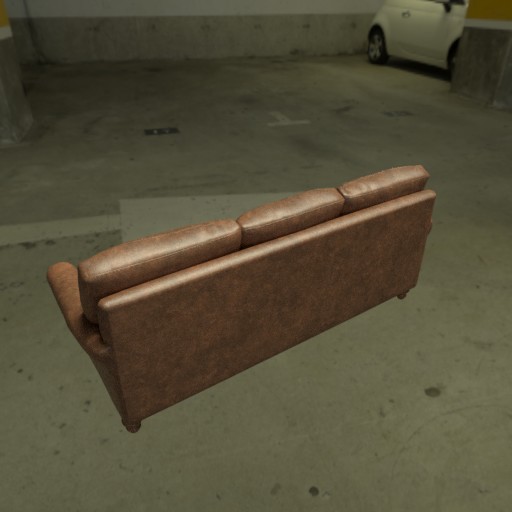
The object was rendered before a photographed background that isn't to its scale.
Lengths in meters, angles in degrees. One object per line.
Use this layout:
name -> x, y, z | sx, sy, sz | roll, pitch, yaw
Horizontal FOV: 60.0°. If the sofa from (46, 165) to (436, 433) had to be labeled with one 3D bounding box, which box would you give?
sofa -> 0.000, 0.000, 2.803 | 2.351, 0.977, 0.973 | -19, 35, -29
